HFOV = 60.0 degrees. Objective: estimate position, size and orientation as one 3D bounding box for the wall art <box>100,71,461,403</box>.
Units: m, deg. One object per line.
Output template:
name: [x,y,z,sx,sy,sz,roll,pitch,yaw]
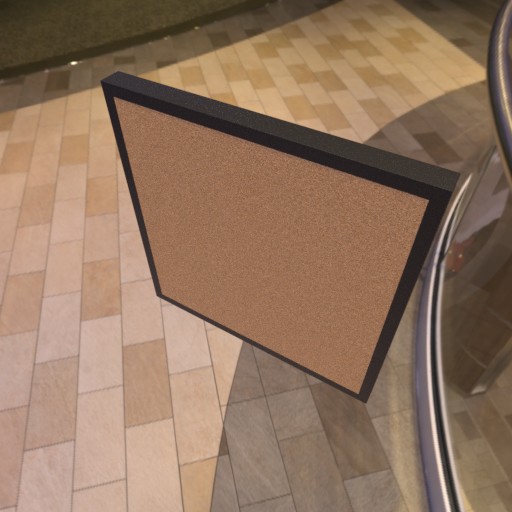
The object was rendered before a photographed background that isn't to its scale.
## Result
wall art: [0.000,0.000,0.755,0.508,0.508,0.038,23,51,21]
